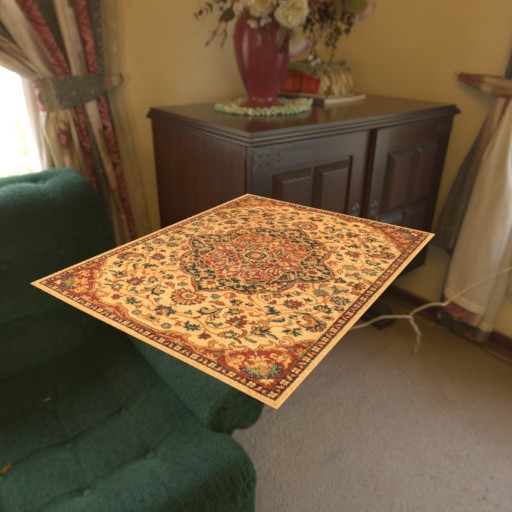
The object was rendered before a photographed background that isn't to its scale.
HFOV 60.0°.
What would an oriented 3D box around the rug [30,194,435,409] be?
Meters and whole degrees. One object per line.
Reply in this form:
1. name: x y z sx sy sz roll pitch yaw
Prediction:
1. rug: 0.000 0.000 4.188 2.454 0.005 3.067 17 30 32
